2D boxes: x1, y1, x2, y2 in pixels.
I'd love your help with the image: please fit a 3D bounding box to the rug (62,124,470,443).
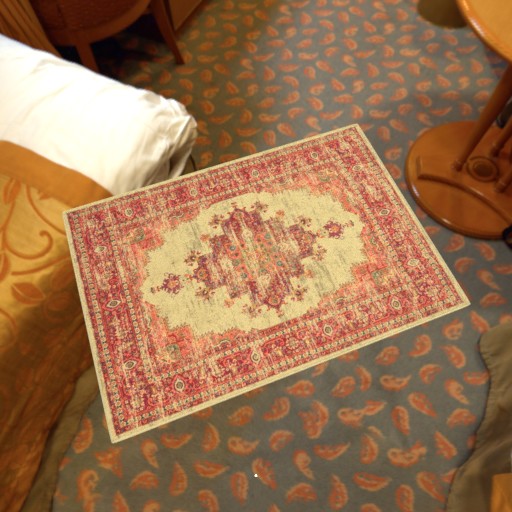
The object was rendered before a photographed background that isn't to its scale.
[{"bbox_3d":[0.000,0.000,3.688,2.878,0.014,2.005,-19,65,-9],"label":"rug"}]
